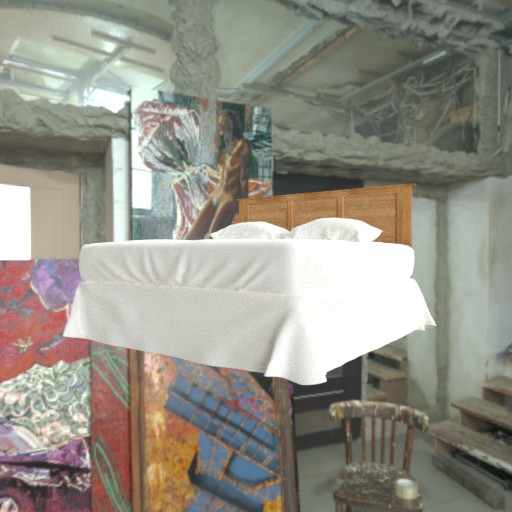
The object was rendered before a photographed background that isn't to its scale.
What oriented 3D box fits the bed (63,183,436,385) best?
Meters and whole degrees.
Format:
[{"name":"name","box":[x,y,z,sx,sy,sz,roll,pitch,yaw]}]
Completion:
[{"name":"bed","box":[0.000,0.000,3.642,2.317,1.270,2.215,0,1,36]}]
